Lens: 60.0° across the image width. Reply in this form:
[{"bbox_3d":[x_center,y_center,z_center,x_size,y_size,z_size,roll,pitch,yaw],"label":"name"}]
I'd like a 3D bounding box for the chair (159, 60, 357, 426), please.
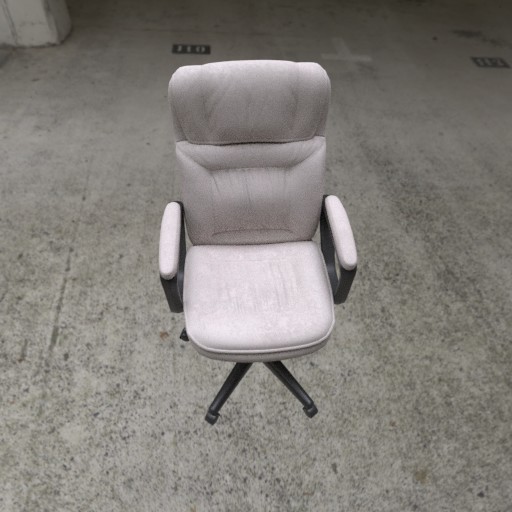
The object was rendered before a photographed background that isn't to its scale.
[{"bbox_3d":[0.000,0.000,1.555,0.667,1.105,0.724,-3,46,-3],"label":"chair"}]
